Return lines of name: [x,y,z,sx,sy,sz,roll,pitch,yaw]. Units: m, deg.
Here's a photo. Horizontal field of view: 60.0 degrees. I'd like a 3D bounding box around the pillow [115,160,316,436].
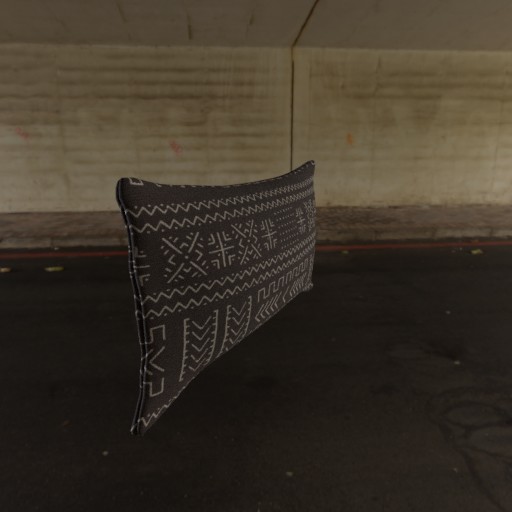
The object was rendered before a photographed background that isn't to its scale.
pillow: [0.000,0.000,0.801,0.135,0.322,0.667,7,15,25]
